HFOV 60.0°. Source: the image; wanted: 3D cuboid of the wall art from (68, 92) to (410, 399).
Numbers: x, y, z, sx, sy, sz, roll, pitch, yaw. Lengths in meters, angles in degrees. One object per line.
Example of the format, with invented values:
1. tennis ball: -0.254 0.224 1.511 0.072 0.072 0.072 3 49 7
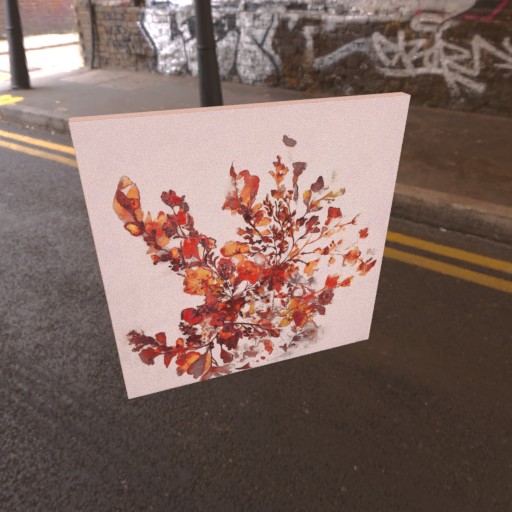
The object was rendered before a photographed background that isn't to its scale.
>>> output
1. wall art: 0.000 0.000 1.529 1.009 1.009 0.049 -10 33 -16
